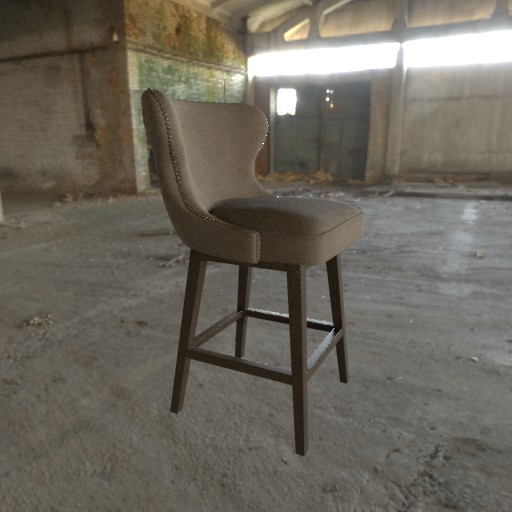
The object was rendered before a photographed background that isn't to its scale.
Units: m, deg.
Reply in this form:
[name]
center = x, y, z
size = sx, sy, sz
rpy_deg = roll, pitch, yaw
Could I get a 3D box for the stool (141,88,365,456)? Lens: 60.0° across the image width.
[stool]
center = 0.000, 0.000, 1.406
size = 0.597, 0.972, 0.615
rpy_deg = 7, 16, 26
